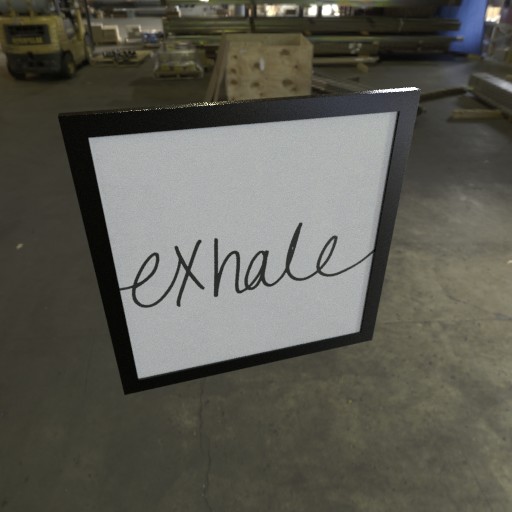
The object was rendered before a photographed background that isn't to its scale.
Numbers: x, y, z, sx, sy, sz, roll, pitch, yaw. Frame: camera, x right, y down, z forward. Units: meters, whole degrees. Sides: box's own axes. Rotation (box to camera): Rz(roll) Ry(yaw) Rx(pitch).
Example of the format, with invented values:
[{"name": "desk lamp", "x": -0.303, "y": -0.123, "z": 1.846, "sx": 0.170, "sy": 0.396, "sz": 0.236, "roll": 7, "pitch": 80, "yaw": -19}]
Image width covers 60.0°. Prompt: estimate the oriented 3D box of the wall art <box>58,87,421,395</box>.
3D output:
[{"name": "wall art", "x": 0.000, "y": 0.000, "z": 0.652, "sx": 0.446, "sy": 0.445, "sz": 0.014, "roll": -9, "pitch": 34, "yaw": -14}]
